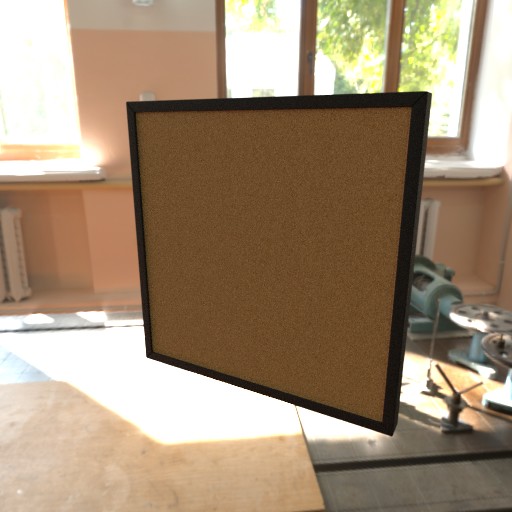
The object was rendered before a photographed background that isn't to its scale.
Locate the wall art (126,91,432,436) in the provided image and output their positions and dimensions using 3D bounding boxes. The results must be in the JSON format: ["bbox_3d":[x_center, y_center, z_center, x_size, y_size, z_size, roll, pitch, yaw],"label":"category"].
[{"bbox_3d":[0.000,0.000,0.754,0.508,0.508,0.037,9,19,28],"label":"wall art"}]
